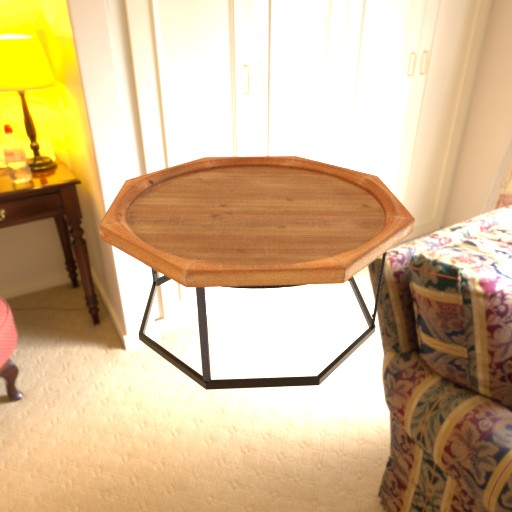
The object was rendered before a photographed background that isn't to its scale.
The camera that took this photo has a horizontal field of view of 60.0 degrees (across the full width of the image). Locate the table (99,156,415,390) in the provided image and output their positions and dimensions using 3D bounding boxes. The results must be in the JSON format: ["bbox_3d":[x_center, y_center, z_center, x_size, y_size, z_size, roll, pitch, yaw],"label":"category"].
[{"bbox_3d":[0.000,0.000,1.567,1.002,0.444,1.002,0,29,0],"label":"table"}]
